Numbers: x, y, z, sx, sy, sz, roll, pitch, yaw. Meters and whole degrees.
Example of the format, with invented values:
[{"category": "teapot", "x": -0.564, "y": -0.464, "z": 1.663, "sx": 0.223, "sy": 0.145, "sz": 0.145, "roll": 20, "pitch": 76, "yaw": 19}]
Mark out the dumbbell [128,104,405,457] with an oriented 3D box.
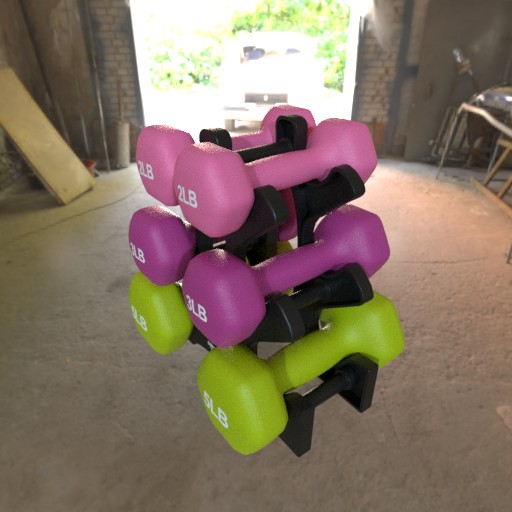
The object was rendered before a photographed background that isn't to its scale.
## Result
[{"category": "dumbbell", "x": 0.000, "y": 0.000, "z": 0.439, "sx": 0.203, "sy": 0.261, "sz": 0.257, "roll": -20, "pitch": 35, "yaw": -31}]
